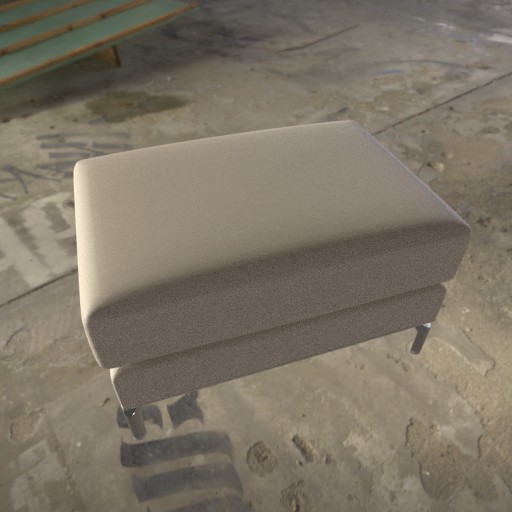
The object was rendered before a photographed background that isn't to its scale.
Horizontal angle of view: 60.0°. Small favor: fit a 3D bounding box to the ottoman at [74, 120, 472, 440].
[{"bbox_3d":[0.000,0.000,1.196,0.835,0.497,0.581,-13,44,-13],"label":"ottoman"}]
